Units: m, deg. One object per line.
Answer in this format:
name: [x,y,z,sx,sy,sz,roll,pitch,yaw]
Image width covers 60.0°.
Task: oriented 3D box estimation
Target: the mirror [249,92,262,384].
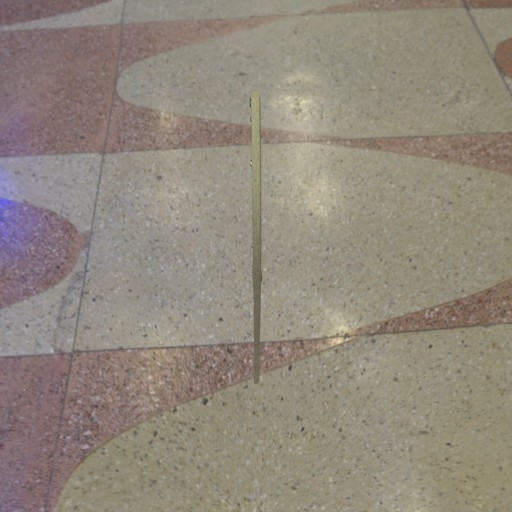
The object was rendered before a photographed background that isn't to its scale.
mirror: [0.000,0.000,1.347,0.025,1.175,0.464,-1,59,0]
